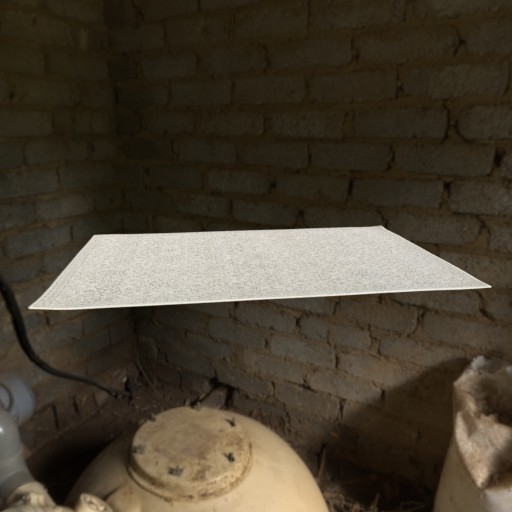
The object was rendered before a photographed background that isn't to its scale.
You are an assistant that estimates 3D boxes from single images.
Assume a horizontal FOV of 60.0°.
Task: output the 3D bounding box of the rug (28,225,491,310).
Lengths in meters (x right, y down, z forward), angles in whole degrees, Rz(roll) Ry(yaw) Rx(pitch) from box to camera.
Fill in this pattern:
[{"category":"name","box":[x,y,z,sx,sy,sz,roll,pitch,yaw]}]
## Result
[{"category":"rug","box":[0.000,0.000,2.403,1.947,0.023,1.214,-2,17,-8]}]
